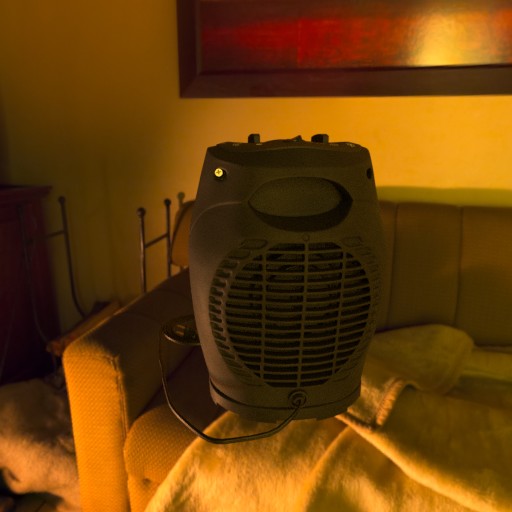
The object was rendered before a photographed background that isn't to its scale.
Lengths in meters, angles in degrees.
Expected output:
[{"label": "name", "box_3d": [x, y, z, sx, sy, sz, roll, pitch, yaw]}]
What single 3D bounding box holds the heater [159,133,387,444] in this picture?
[{"label": "heater", "box_3d": [0.000, 0.000, 0.483, 0.239, 0.255, 0.291, -1, 14, -6]}]
